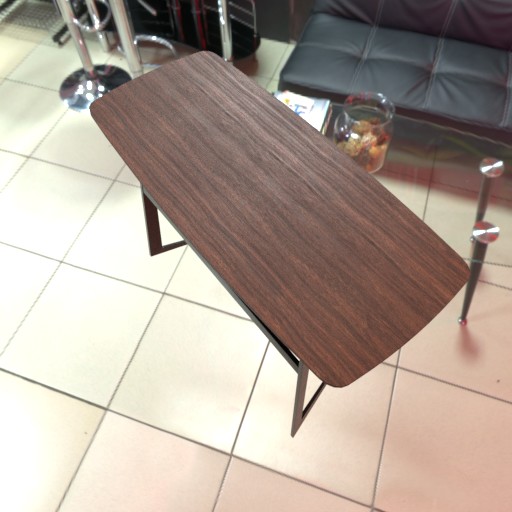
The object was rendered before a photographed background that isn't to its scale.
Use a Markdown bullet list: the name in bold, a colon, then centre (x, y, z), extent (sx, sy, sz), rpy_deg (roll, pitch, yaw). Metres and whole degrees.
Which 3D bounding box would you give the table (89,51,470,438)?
- **table**: centre (0.000, 0.000, 1.095), extent (0.361, 0.576, 0.804), rpy_deg (-34, 64, -19)
